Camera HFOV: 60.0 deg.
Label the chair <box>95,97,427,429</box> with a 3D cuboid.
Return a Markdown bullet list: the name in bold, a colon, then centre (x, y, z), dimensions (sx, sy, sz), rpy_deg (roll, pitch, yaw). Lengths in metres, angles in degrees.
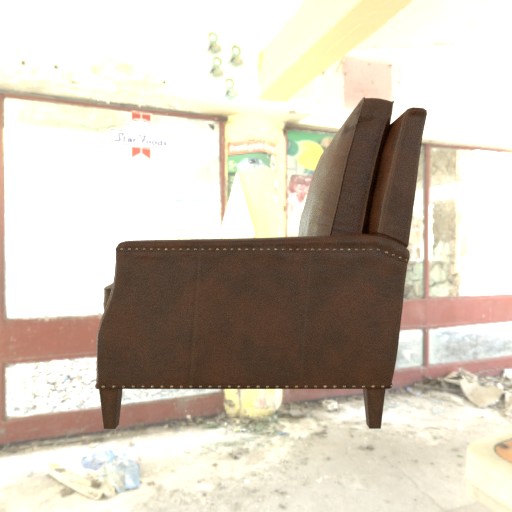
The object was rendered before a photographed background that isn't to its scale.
- **chair**: centre (0.000, 0.000, 1.752), dimensions (1.035, 1.054, 0.854), rpy_deg (0, 0, 0)
